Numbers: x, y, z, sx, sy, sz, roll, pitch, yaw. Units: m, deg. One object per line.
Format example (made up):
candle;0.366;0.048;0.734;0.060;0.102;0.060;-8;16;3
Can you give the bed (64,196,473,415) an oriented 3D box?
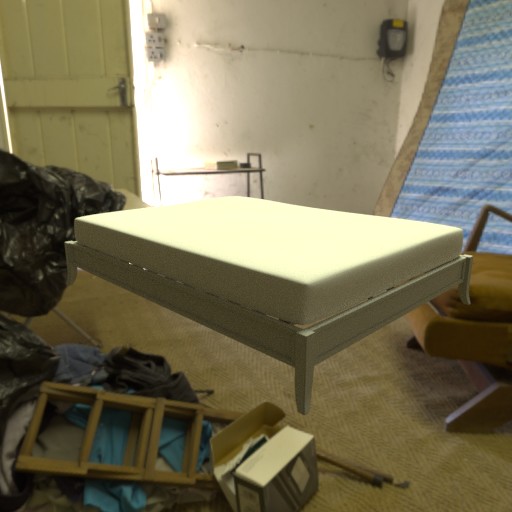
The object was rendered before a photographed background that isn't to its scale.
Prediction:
bed;0.000;0.000;2.819;1.604;0.510;2.108;-14;21;-43
